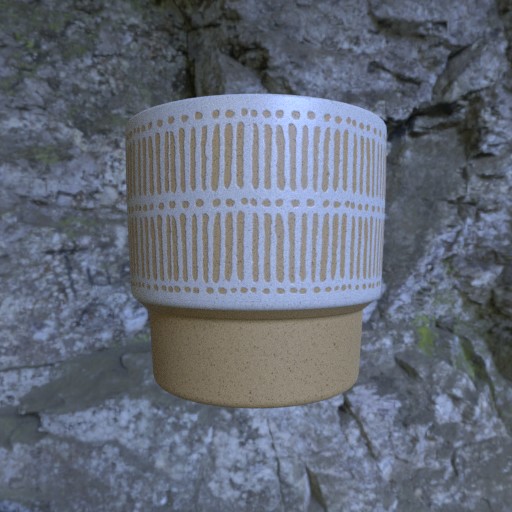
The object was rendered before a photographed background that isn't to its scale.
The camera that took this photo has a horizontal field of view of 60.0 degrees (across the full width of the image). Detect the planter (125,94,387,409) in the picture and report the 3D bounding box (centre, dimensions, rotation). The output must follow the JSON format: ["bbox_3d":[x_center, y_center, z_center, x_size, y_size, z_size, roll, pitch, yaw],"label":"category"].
[{"bbox_3d":[0.000,0.000,0.563,0.317,0.303,0.317,0,1,0],"label":"planter"}]
